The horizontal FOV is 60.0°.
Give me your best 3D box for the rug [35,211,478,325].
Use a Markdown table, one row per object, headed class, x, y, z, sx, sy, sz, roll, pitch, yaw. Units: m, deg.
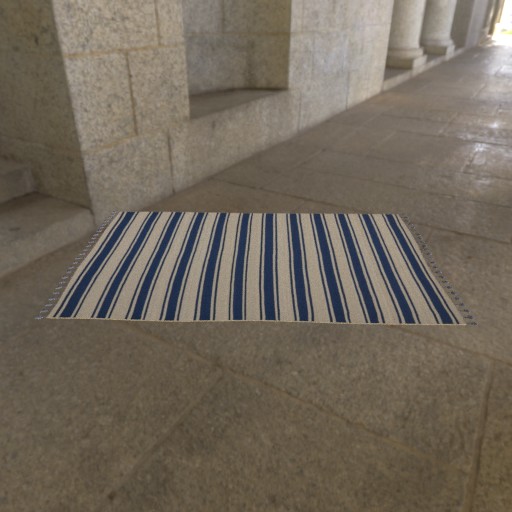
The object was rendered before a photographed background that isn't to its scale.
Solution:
| class | x | y | z | sx | sy | sz | roll | pitch | yaw |
| --- | --- | --- | --- | --- | --- | --- | --- | --- | --- |
| rug | 0.000 | 0.000 | 2.614 | 2.108 | 0.009 | 1.248 | 1 | 30 | 1 |
